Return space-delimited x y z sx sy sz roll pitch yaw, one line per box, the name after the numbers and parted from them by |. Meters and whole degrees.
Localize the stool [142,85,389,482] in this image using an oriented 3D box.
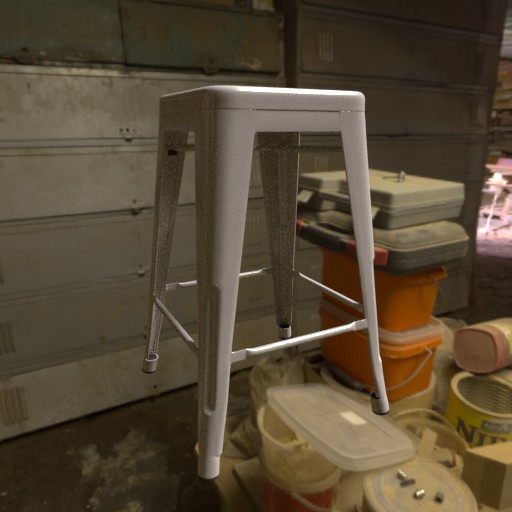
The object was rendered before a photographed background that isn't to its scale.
0.000 0.000 0.886 0.406 0.610 0.406 -8 18 -27 | stool
